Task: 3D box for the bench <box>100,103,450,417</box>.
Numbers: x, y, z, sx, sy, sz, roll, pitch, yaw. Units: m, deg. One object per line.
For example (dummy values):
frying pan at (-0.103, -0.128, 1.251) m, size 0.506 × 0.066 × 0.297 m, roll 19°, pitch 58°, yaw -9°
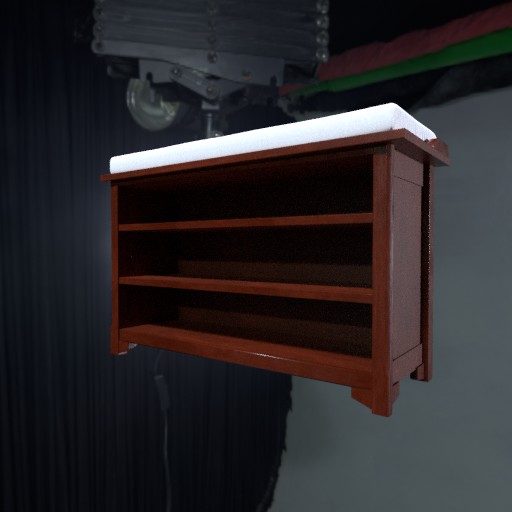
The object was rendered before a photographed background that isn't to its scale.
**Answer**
bench at (0.000, 0.000, 1.310) m, size 0.987 × 0.646 × 0.369 m, roll 1°, pitch 2°, yaw 36°
